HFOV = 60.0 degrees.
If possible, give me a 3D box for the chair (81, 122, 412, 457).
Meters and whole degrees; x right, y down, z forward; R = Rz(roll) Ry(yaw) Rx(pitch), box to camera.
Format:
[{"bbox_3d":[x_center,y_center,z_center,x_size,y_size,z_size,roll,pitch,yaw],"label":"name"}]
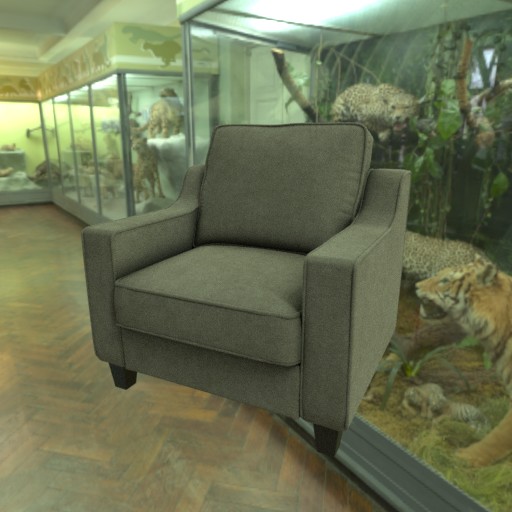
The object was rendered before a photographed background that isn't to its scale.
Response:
[{"bbox_3d":[0.000,0.000,1.620,0.926,0.944,0.840,7,17,26],"label":"chair"}]
